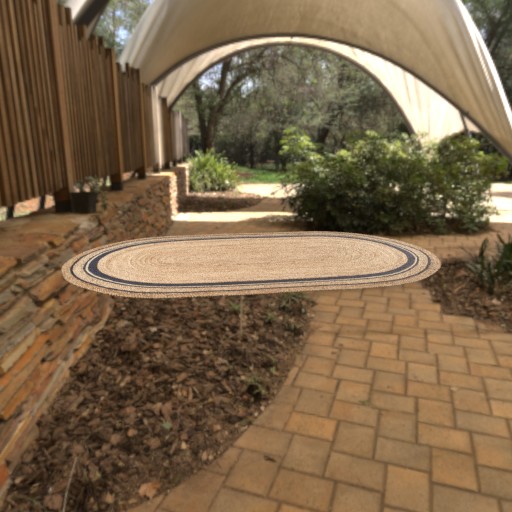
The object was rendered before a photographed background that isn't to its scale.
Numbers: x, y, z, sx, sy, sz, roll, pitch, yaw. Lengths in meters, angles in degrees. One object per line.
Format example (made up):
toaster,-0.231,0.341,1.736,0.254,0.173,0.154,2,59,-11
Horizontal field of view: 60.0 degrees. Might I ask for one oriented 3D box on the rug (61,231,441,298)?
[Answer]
rug,0.000,0.000,2.974,2.432,0.006,1.520,-2,15,-9
